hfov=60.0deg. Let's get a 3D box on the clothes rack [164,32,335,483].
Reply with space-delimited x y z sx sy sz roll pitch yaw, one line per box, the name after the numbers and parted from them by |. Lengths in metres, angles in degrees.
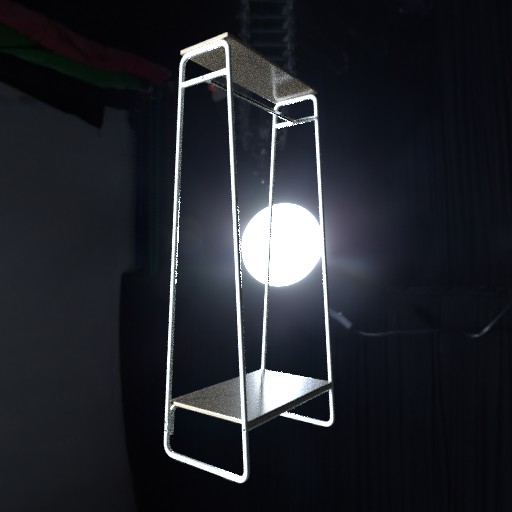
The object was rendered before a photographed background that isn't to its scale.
0.000 0.000 1.819 0.400 1.512 0.640 0 -1 36 | clothes rack
